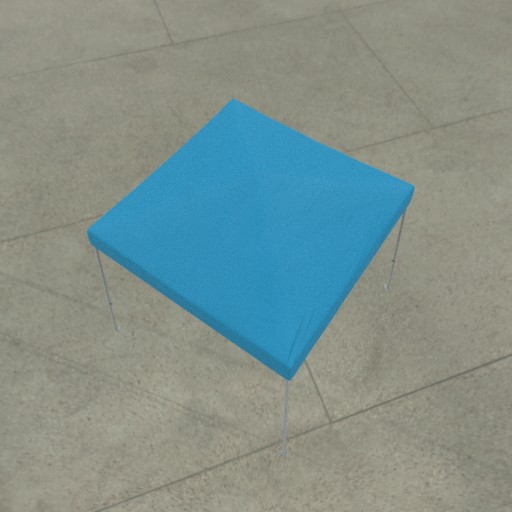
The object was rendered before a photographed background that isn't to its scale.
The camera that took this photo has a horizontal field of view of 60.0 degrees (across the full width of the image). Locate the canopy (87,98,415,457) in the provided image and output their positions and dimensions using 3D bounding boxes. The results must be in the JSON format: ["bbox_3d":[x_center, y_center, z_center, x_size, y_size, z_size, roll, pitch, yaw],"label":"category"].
[{"bbox_3d":[0.000,0.000,5.179,2.849,2.850,2.850,31,63,18],"label":"canopy"}]
